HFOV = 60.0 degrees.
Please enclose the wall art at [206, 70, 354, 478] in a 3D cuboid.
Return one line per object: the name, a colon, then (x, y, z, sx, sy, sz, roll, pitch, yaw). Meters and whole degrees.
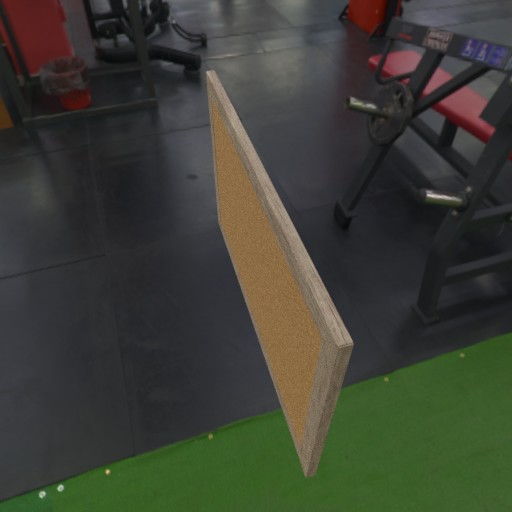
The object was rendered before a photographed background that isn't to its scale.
wall art: (0.000, 0.000, 0.961, 0.021, 0.480, 0.780, -12, 48, -11)
